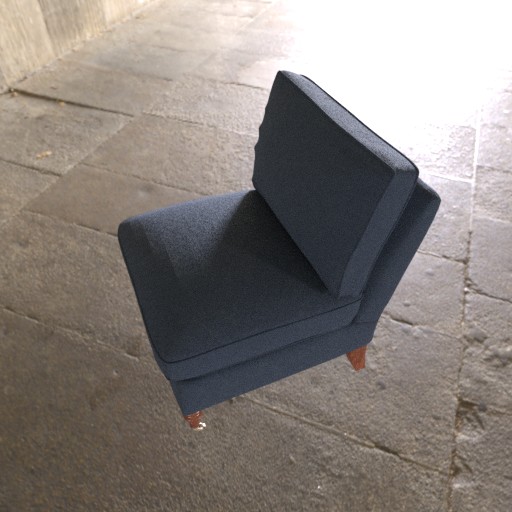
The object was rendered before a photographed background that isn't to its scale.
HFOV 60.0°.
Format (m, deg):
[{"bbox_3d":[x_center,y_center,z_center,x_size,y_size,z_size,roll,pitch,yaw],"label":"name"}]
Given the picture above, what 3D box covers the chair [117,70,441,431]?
[{"bbox_3d":[0.000,0.000,1.650,0.912,1.052,0.724,-17,48,-16],"label":"chair"}]
